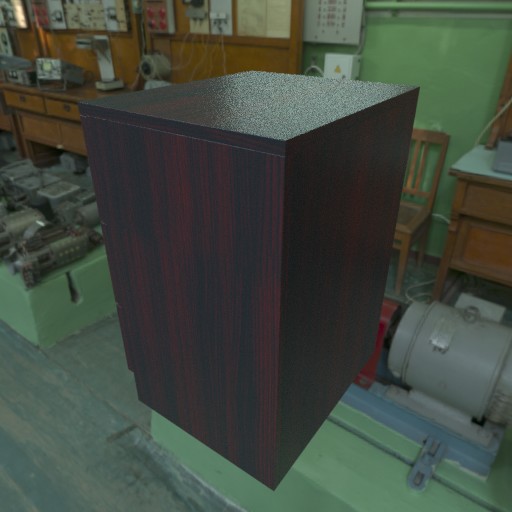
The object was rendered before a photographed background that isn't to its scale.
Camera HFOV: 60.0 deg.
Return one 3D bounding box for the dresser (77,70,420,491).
[{"bbox_3d":[0.000,0.000,0.799,0.360,0.560,0.400,20,35,31],"label":"dresser"}]
